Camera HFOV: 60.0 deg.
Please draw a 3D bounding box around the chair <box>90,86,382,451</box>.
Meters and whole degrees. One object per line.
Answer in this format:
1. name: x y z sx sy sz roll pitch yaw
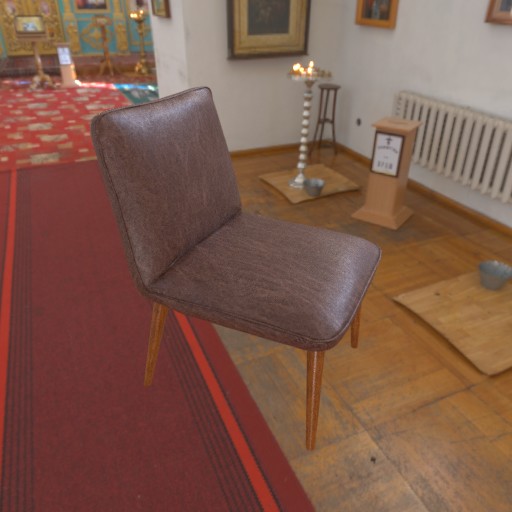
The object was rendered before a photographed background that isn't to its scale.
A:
1. chair: 0.000 0.000 1.228 0.645 0.803 0.543 11 31 18
